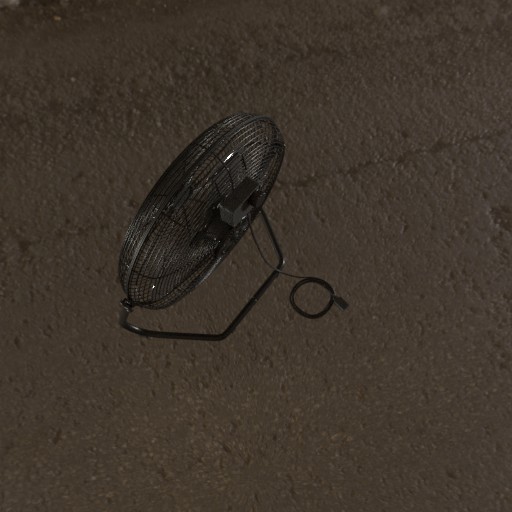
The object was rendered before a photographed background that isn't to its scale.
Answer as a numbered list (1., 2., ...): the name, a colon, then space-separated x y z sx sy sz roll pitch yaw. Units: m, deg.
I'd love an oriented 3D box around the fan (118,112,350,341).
1. fan: 0.000 0.000 1.034 0.470 0.605 0.595 34 68 16
